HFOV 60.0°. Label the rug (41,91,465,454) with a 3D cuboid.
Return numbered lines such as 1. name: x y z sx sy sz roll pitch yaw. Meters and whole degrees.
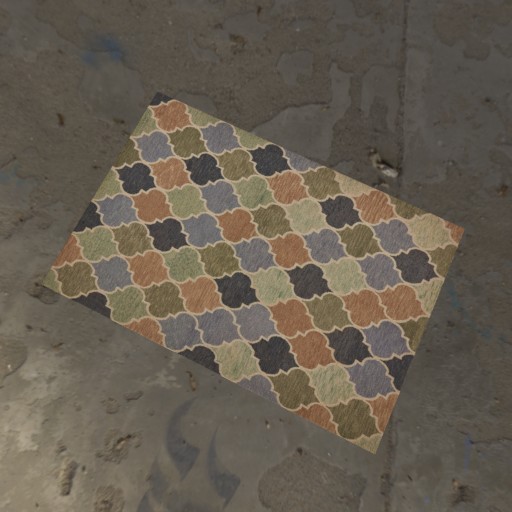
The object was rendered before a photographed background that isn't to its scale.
1. rug: 0.000 0.000 2.280 1.828 0.006 1.216 25 78 6
